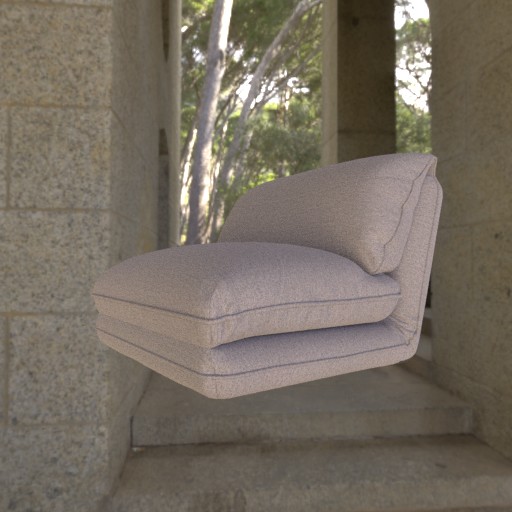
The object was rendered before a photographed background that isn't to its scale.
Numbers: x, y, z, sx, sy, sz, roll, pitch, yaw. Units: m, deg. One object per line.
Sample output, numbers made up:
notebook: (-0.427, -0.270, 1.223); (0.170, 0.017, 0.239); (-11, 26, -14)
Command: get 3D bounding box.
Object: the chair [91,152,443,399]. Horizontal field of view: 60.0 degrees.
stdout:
chair: (0.000, 0.000, 1.339); (0.780, 0.580, 0.820); (0, -1, -35)
